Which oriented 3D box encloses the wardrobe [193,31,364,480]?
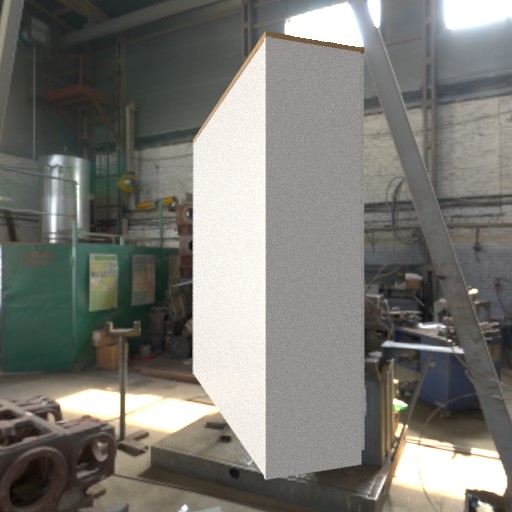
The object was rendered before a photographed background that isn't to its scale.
[{"bbox_3d":[0.000,0.000,3.349,0.590,2.260,2.160,0,0,-18],"label":"wardrobe"}]
